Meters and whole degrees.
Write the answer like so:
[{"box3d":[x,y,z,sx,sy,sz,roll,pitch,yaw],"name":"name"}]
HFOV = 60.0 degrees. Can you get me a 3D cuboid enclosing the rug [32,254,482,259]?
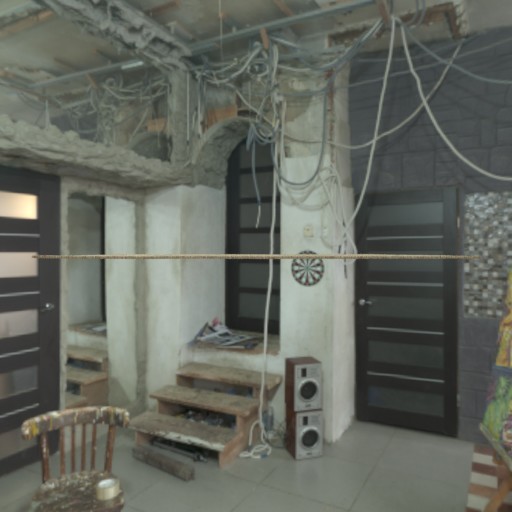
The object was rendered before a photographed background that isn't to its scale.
[{"box3d":[0.000,0.000,2.398,1.822,0.018,1.211,0,0,-1],"name":"rug"}]
